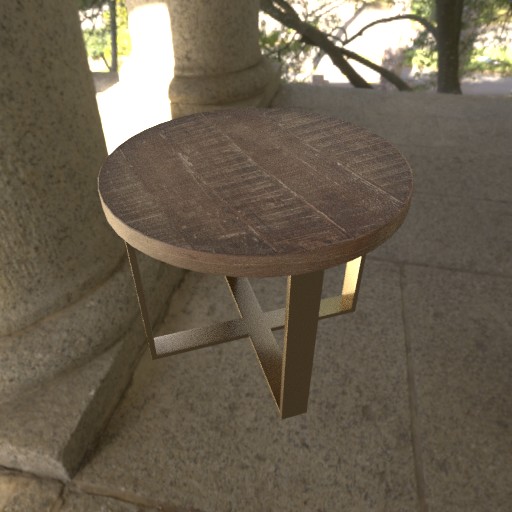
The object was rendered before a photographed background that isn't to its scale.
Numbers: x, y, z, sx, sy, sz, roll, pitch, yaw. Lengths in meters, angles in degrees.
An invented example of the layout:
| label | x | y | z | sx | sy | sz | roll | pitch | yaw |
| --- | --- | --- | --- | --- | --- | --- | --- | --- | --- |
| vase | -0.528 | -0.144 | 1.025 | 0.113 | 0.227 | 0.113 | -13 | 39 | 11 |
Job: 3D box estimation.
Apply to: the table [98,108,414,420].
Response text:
| label | x | y | z | sx | sy | sz | roll | pitch | yaw |
| --- | --- | --- | --- | --- | --- | --- | --- | --- | --- |
| table | 0.000 | 0.000 | 0.945 | 0.557 | 0.437 | 0.557 | 0 | 38 | 0 |
